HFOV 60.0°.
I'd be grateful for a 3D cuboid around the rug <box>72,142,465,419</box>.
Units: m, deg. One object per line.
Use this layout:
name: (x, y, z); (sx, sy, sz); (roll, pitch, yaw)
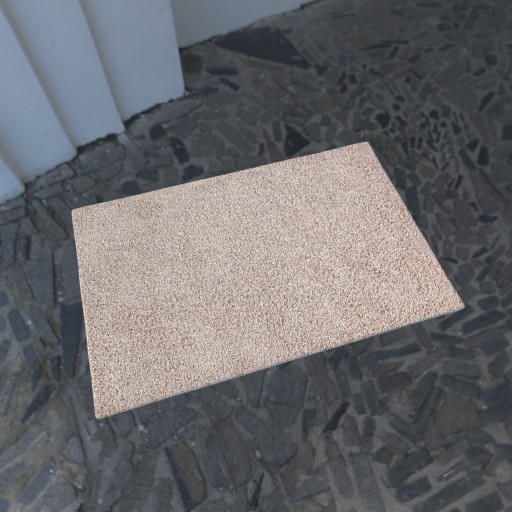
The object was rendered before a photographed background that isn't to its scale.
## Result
rug: (0.000, 0.000, 3.547); (2.743, 0.030, 1.778); (-15, 61, -8)
